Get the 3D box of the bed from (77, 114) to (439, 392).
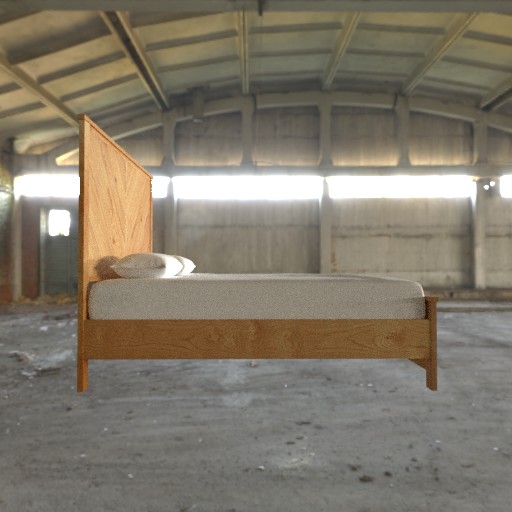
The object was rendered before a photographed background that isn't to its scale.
[{"bbox_3d":[0.000,0.000,3.660,2.201,1.686,1.936,0,-1,-1],"label":"bed"}]
